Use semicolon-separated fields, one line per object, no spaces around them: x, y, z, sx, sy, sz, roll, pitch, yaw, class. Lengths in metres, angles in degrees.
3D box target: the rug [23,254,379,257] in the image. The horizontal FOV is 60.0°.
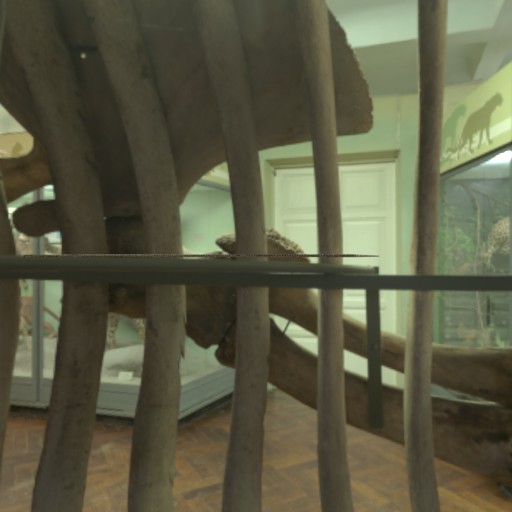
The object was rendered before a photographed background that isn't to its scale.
0.000;0.000;3.008;1.533;0.011;2.439;0;0;17;rug
